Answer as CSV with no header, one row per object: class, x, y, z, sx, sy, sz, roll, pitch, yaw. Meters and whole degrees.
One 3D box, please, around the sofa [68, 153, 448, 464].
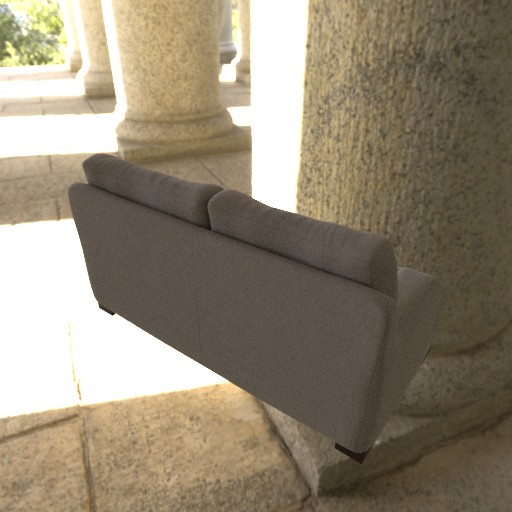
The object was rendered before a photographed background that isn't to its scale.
sofa,0.000,0.000,2.387,1.855,0.980,0.962,21,36,31
